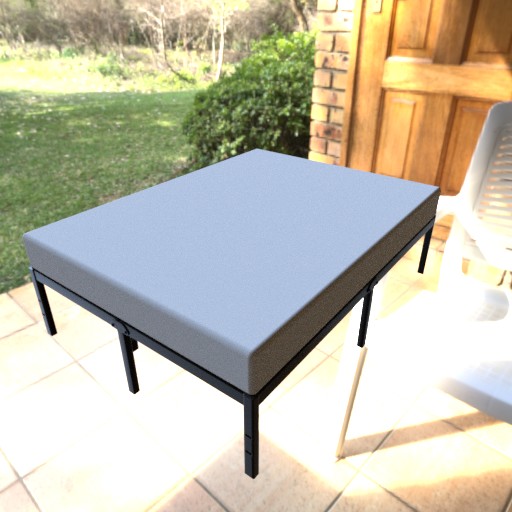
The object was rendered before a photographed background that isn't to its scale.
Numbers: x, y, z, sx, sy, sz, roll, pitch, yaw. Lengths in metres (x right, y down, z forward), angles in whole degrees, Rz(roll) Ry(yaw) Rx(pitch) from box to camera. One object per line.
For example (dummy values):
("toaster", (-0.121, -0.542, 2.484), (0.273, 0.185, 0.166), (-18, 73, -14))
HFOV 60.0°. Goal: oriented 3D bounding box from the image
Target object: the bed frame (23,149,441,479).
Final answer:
("bed frame", (0.000, 0.000, 2.773), (1.557, 0.659, 2.072), (20, 35, 32))
